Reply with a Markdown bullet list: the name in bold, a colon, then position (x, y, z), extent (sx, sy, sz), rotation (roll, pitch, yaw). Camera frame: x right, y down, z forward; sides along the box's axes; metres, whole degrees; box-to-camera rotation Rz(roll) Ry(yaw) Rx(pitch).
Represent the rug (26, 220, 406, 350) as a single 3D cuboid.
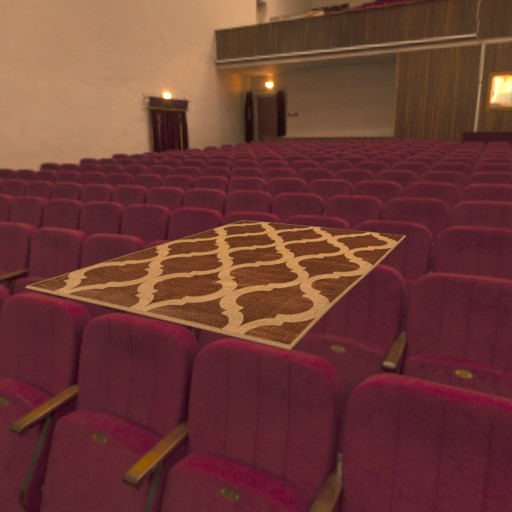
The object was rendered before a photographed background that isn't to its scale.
- **rug**: position (0.000, 0.000, 2.946), extent (1.526, 0.014, 2.290), rotation (8, 16, 27)
